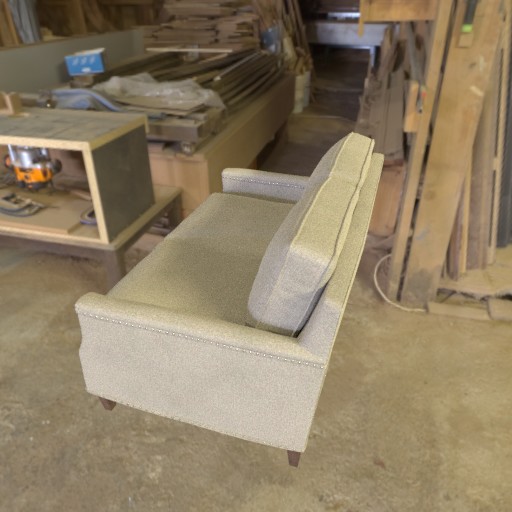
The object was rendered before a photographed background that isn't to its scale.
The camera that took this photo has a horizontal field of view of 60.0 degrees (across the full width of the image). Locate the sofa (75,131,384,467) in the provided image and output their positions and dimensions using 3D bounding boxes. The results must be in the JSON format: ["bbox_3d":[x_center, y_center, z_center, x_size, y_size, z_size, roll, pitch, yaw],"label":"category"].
[{"bbox_3d":[0.000,0.000,2.269,1.084,1.003,1.597,10,33,16],"label":"sofa"}]
